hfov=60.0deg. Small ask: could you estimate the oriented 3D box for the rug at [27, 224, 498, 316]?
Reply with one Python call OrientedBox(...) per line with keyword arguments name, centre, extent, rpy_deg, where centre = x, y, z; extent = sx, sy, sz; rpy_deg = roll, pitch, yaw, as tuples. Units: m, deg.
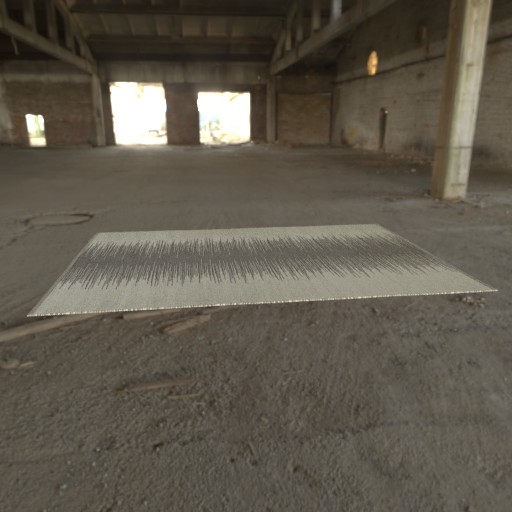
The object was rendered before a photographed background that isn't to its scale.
OrientedBox(name="rug", centre=(0.000, 0.000, 2.255), extent=(1.815, 0.007, 1.226), rpy_deg=(-2, 17, -7))
